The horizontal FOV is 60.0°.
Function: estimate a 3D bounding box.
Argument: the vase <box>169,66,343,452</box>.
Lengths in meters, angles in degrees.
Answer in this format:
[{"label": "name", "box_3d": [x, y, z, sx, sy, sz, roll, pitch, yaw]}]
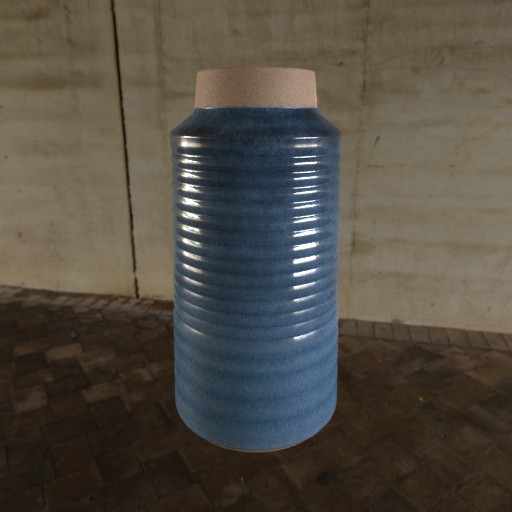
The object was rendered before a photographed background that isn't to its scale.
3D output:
[{"label": "vase", "box_3d": [0.000, 0.000, 0.411, 0.163, 0.316, 0.163, 0, 18, 0]}]
